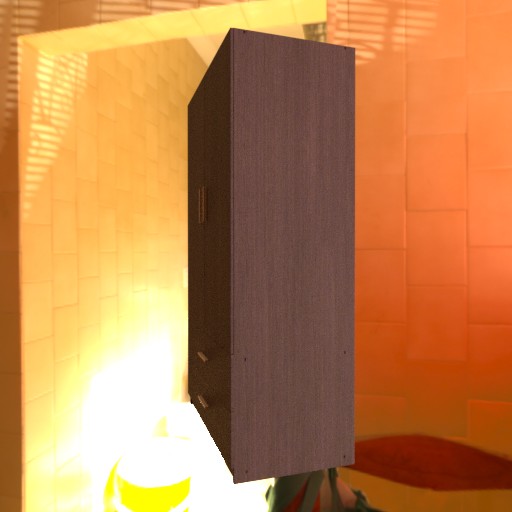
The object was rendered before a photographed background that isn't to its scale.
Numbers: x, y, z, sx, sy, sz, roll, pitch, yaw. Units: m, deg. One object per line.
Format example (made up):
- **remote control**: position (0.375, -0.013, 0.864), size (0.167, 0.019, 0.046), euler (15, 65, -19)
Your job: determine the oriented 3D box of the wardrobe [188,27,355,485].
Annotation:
- **wardrobe**: position (0.000, 0.000, 2.303), size (0.577, 1.808, 0.991), euler (0, 1, -18)
